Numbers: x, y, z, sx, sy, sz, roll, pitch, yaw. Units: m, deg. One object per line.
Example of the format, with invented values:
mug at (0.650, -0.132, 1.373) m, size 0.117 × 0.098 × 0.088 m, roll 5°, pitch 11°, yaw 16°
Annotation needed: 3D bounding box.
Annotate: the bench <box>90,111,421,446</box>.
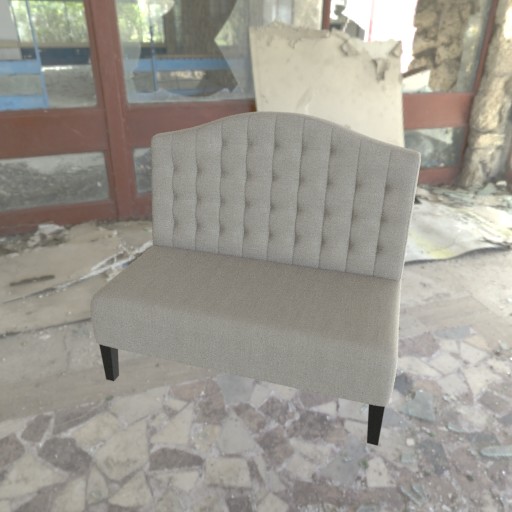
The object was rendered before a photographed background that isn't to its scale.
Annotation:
bench at (0.000, 0.000, 2.058) m, size 1.335 × 1.180 × 0.815 m, roll 8°, pitch 28°, yaw 16°
